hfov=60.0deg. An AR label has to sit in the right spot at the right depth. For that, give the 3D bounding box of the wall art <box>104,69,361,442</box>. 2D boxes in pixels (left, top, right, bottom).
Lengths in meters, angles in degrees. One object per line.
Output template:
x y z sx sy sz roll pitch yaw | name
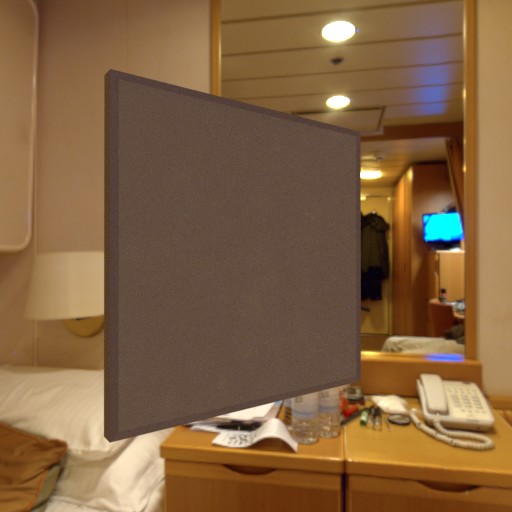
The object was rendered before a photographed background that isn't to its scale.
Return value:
0.000 0.000 1.139 0.761 0.758 0.038 0 0 -36 | wall art
